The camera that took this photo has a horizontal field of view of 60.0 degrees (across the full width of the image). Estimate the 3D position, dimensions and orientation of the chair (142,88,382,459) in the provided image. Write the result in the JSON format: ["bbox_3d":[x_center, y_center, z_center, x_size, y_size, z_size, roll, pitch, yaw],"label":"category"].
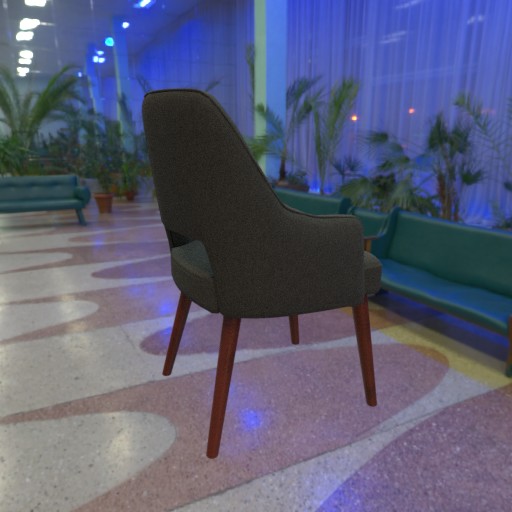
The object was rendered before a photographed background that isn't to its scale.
[{"bbox_3d":[0.000,0.000,1.230,0.560,0.838,0.559,-7,17,-25],"label":"chair"}]
